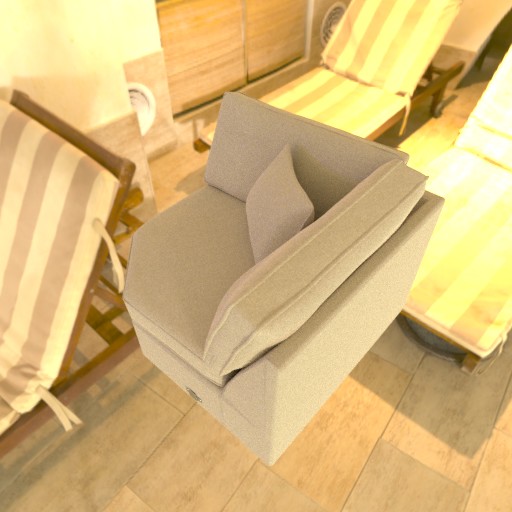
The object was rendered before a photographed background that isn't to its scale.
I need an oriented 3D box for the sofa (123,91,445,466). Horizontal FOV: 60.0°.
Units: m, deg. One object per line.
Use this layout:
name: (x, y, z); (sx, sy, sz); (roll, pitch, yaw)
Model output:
sofa: (0.000, 0.000, 1.872); (1.050, 0.937, 1.042); (33, 54, 27)
